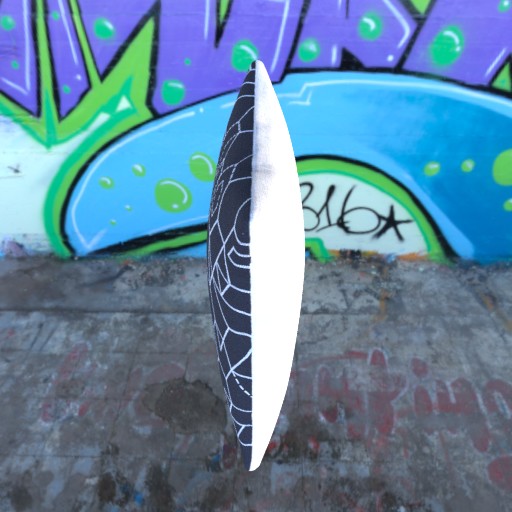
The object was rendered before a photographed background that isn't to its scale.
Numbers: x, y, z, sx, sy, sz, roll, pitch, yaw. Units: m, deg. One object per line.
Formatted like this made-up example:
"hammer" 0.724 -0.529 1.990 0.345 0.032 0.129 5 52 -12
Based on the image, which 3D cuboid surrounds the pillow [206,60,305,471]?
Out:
"pillow" 0.000 0.000 0.769 0.158 0.508 0.517 0 39 0
